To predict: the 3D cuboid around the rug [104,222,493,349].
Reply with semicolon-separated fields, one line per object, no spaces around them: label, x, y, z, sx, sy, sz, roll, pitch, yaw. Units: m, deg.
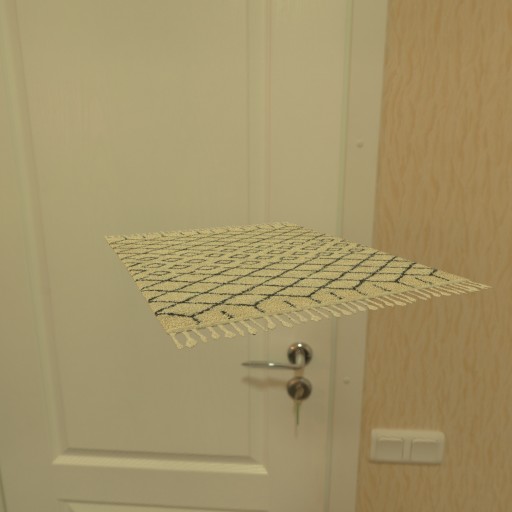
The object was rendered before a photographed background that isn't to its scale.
rug;0.000;0.000;4.185;2.388;0.030;3.213;-6;16;-24
